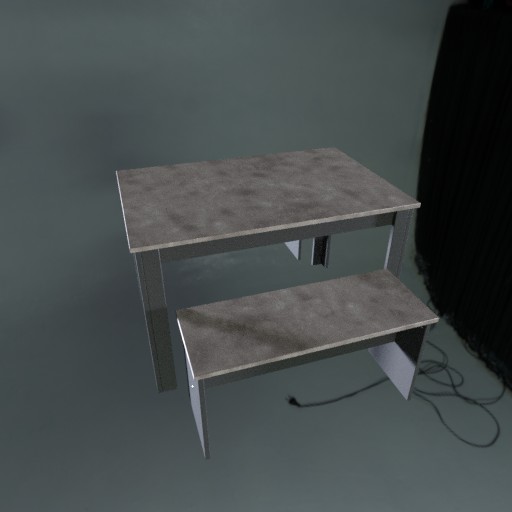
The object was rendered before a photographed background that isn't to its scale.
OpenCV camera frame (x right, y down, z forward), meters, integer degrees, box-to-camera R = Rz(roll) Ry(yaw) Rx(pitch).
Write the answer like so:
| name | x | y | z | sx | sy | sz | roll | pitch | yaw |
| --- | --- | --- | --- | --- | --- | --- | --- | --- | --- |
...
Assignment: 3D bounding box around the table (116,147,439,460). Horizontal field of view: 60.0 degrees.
| name | x | y | z | sx | sy | sz | roll | pitch | yaw |
| --- | --- | --- | --- | --- | --- | --- | --- | --- | --- |
| table | 0.000 | 0.000 | 2.052 | 1.100 | 0.700 | 1.443 | -10 | 33 | -16 |
